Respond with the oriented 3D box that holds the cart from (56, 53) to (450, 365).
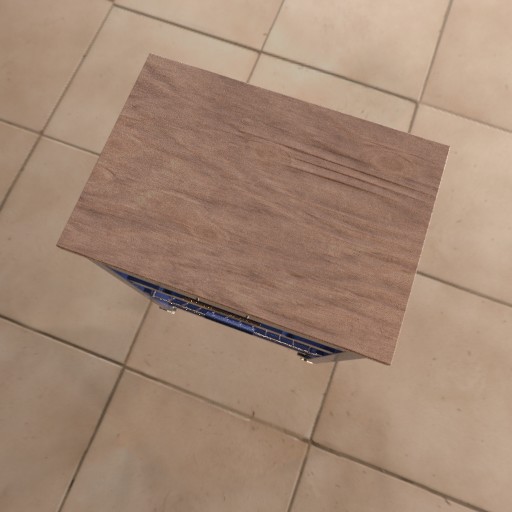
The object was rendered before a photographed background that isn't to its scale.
[{"bbox_3d":[0.000,0.000,1.163,0.584,0.839,0.403,19,76,5],"label":"cart"}]
